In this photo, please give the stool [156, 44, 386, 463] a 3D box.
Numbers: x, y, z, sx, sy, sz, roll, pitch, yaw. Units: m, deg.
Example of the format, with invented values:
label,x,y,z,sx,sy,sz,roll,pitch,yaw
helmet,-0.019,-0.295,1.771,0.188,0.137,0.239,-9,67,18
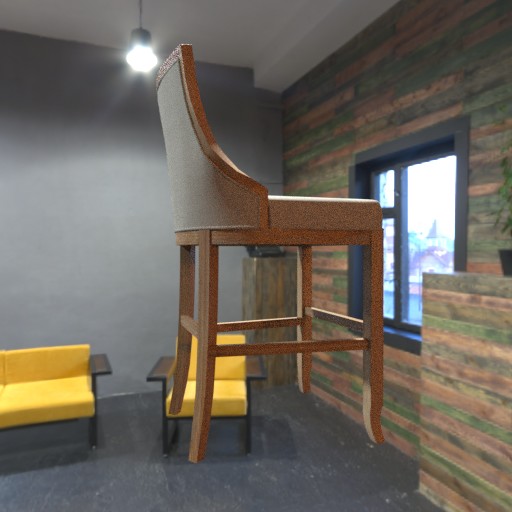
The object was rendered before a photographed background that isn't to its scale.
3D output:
label,x,y,z,sx,sy,sz,roll,pitch,yaw
stool,0.000,0.000,1.441,0.626,1.101,0.524,0,1,-20
